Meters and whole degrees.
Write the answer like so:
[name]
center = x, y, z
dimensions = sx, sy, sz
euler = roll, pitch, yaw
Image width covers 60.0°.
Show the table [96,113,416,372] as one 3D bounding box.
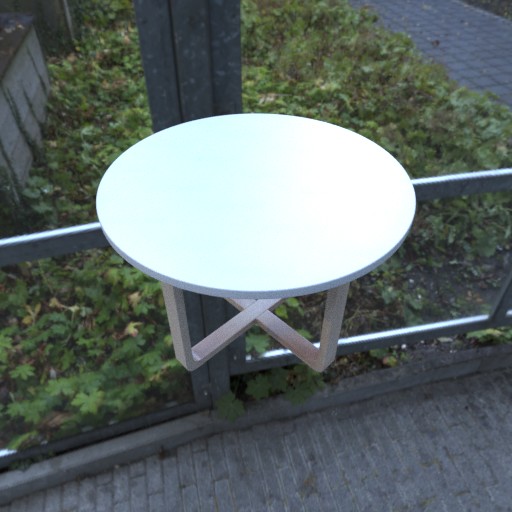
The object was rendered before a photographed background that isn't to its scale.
[table]
center = 0.000, 0.000, 0.993
dimensions = 0.600, 0.400, 0.600
euler = 0, 42, 0
